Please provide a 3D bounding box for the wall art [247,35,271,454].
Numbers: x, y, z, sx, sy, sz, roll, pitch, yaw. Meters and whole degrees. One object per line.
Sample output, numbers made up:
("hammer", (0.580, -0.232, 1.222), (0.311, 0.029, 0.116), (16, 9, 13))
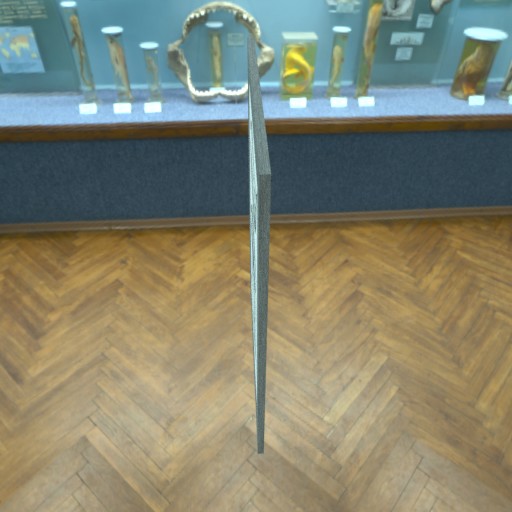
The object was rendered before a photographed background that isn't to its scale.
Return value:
("wall art", (0.000, 0.000, 1.390), (0.020, 1.070, 0.768), (-2, 42, -2))
